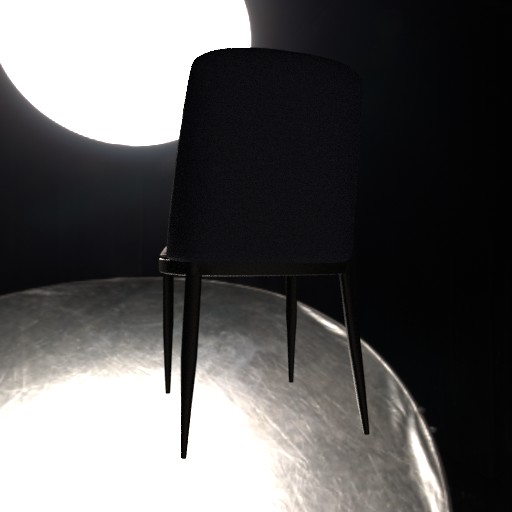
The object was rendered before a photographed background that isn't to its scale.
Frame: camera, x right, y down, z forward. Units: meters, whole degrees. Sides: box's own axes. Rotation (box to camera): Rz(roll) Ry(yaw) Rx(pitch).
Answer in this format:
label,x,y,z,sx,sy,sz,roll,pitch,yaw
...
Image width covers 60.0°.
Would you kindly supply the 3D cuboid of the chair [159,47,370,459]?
label,x,y,z,sx,sy,sz,roll,pitch,yaw
chair,0.000,0.000,1.156,0.480,0.839,0.551,0,0,-17
